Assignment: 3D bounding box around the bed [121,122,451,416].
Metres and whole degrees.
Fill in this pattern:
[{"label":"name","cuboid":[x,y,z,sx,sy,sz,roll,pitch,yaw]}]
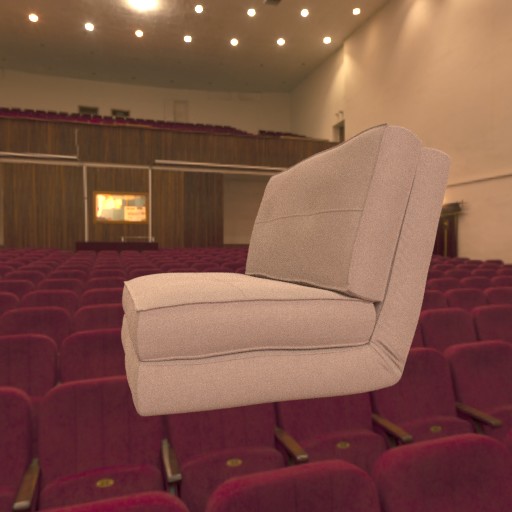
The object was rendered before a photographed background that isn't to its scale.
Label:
[{"label":"bed","cuboid":[0.000,0.000,1.303,0.749,0.614,0.799,0,1,-18]}]
